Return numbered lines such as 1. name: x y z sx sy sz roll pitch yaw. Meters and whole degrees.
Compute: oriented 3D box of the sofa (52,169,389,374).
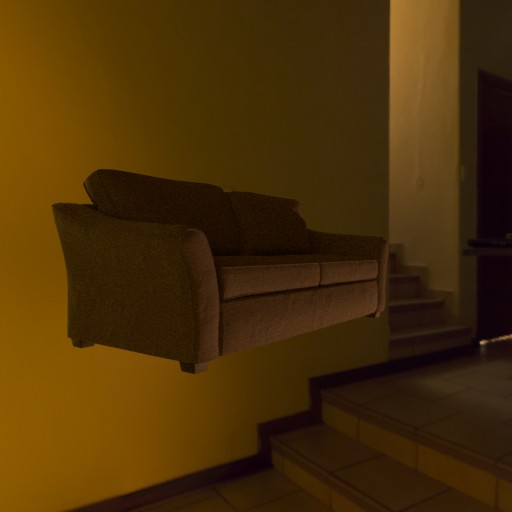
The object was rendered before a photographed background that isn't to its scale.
1. sofa: 0.000 0.000 2.876 0.971 0.950 2.270 1 1 37
